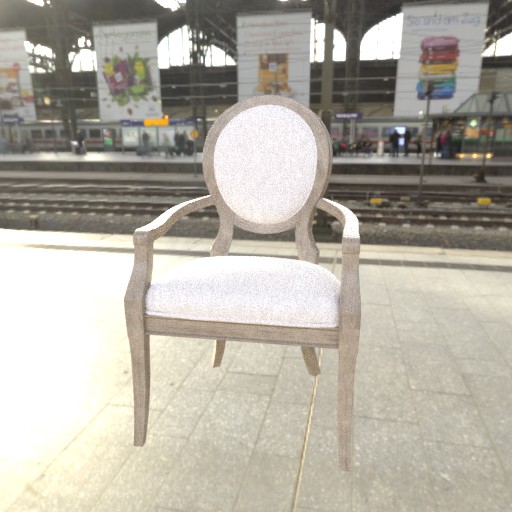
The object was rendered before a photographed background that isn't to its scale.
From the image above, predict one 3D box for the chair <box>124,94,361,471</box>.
[{"bbox_3d":[0.000,0.000,1.376,0.611,0.991,0.602,2,15,9],"label":"chair"}]
